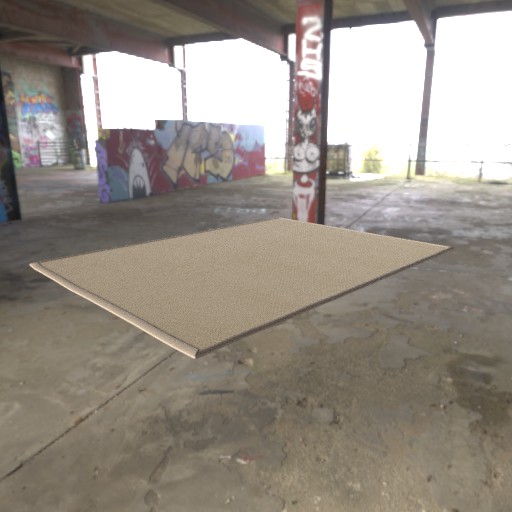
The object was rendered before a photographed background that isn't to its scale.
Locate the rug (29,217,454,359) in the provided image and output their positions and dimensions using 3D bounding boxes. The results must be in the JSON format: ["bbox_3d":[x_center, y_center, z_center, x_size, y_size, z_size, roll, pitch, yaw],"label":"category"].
[{"bbox_3d":[0.000,0.000,2.647,2.081,0.020,1.525,-15,21,-43],"label":"rug"}]
